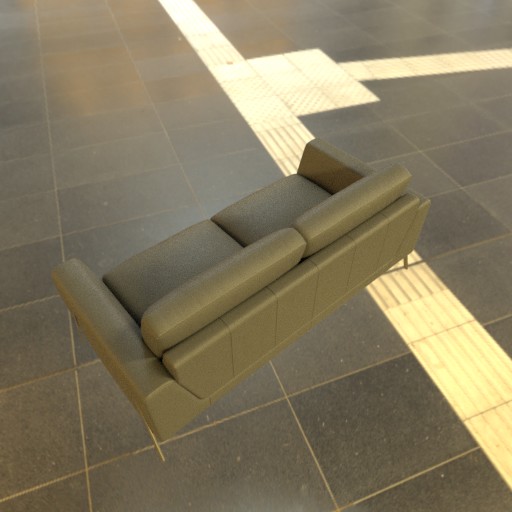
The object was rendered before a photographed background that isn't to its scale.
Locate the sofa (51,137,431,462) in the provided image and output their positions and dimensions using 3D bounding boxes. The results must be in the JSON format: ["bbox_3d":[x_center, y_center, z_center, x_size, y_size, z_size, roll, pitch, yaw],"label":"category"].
[{"bbox_3d":[0.000,0.000,2.599,2.017,0.875,0.953,-31,54,-27],"label":"sofa"}]
